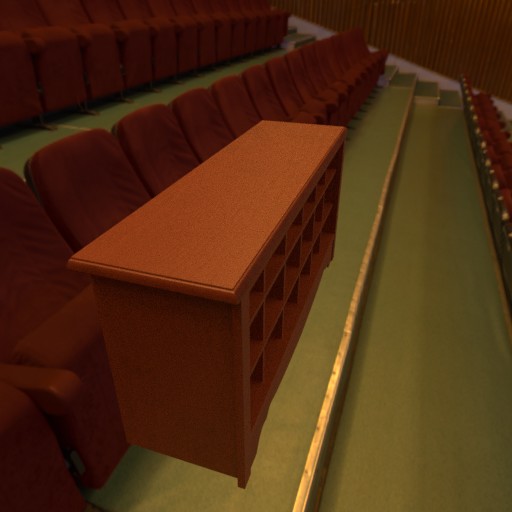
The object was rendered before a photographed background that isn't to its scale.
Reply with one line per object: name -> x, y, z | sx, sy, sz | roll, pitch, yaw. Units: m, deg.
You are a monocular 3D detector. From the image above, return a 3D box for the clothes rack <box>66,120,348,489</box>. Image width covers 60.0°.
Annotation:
clothes rack -> 0.000, 0.000, 1.476 | 0.362, 0.594, 1.251 | 10, 31, 16
